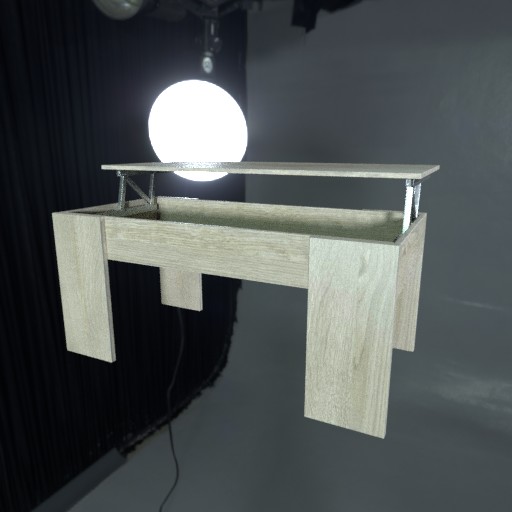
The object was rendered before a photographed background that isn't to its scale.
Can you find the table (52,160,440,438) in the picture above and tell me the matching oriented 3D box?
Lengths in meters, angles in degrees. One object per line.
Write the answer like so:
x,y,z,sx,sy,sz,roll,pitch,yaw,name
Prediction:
0.000,0.000,1.438,1.000,0.570,0.711,7,16,26,table
